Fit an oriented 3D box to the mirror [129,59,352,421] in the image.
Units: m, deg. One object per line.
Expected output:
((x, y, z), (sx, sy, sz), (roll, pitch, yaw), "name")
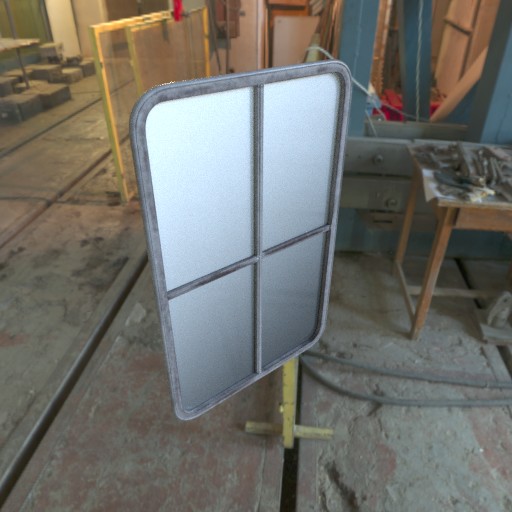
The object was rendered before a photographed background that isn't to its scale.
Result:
((0.000, 0.000, 0.904), (0.461, 0.713, 0.024), (-23, 39, -32), "mirror")
